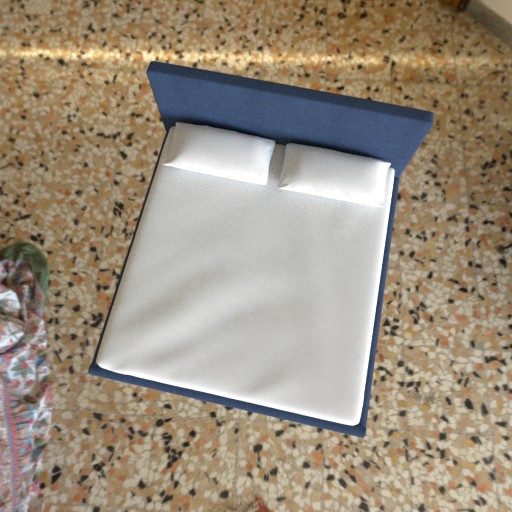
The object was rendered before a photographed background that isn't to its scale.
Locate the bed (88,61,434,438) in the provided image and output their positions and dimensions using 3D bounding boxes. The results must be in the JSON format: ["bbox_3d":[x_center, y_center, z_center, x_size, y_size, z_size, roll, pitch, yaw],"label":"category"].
[{"bbox_3d":[0.000,0.000,3.395,2.096,1.231,2.232,12,73,4],"label":"bed"}]
